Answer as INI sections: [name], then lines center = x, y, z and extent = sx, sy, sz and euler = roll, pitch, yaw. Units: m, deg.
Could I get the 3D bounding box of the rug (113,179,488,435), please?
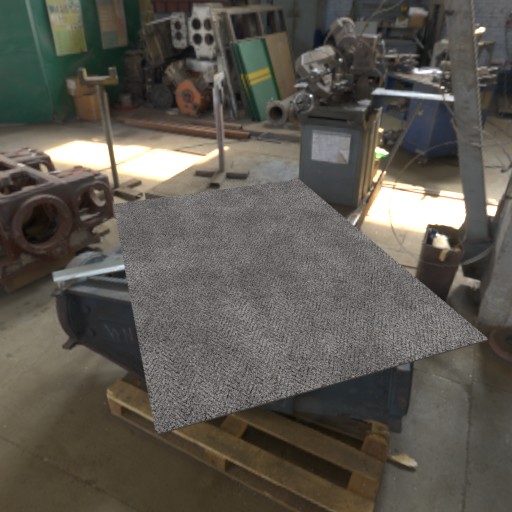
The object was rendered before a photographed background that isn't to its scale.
[rug]
center = 0.000, 0.000, 2.820
extent = 1.600, 0.008, 2.235
euler = -10, 33, -17
